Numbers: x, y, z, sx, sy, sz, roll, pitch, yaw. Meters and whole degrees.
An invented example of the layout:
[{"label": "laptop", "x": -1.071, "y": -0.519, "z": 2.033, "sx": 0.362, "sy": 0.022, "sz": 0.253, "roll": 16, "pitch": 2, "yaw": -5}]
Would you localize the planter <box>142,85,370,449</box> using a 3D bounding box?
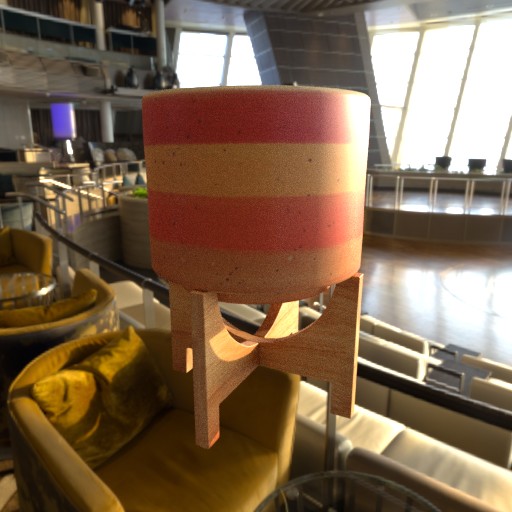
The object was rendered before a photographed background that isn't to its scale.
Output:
[{"label": "planter", "x": 0.000, "y": 0.000, "z": 0.561, "sx": 0.269, "sy": 0.379, "sz": 0.269, "roll": 0, "pitch": 15, "yaw": 0}]
